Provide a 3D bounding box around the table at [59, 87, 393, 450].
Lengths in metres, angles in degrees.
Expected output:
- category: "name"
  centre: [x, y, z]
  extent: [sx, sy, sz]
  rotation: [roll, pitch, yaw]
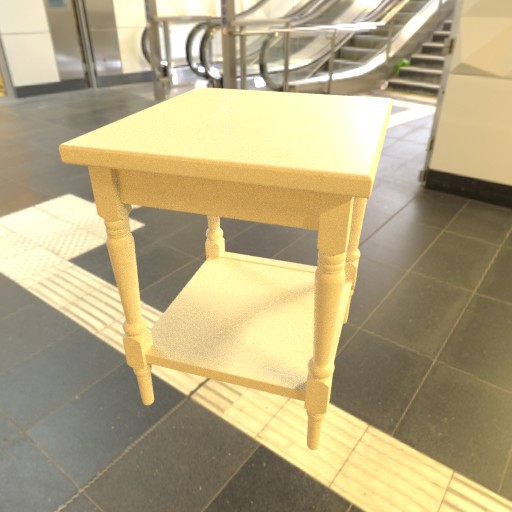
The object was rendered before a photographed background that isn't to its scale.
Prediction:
- category: "table"
  centre: [0.000, 0.000, 0.920]
  extent: [0.442, 0.565, 0.488]
  rotation: [9, 32, 15]
